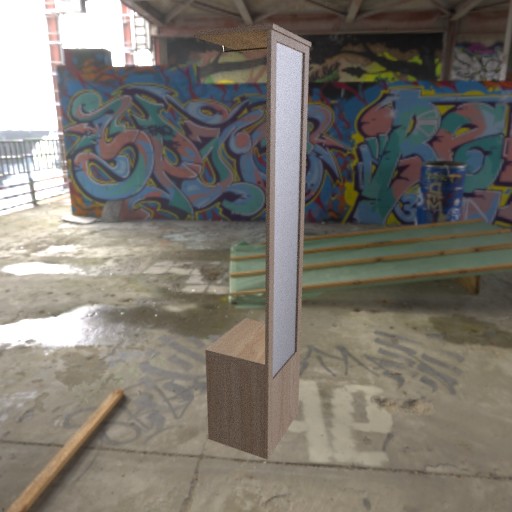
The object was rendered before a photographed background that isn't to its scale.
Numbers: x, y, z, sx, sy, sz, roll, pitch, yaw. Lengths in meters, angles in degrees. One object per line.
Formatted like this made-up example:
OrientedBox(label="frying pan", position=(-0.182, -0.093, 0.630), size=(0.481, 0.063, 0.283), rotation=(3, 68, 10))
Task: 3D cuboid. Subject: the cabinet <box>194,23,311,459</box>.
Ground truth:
OrientedBox(label="cabinet", position=(0.000, 0.000, 2.091), size=(0.338, 1.879, 0.411), rotation=(8, 18, 25))
